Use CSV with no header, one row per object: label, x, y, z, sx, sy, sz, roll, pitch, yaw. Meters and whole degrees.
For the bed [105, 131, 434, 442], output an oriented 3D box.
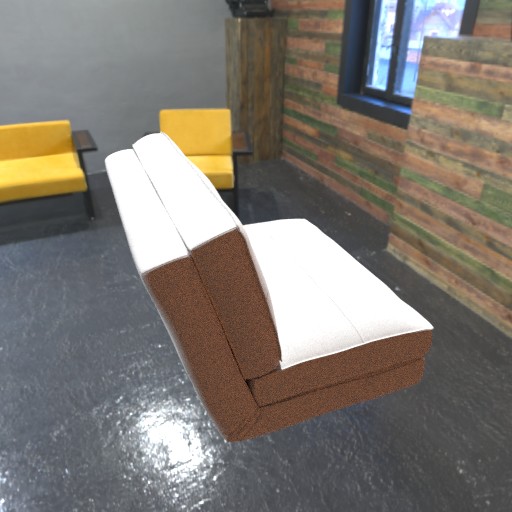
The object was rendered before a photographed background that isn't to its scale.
bed,0.000,0.000,1.338,0.749,0.614,0.799,-11,31,-19
